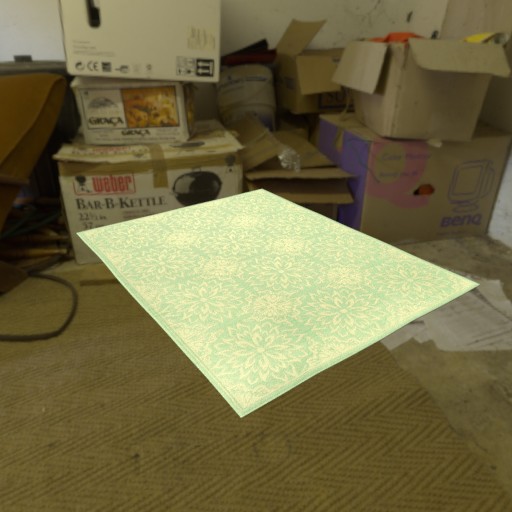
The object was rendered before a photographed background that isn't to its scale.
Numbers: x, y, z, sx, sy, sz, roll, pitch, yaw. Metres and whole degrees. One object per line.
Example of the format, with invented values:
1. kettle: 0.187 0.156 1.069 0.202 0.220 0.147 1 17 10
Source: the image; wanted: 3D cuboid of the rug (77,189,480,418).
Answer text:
1. rug: 0.000 0.000 4.068 2.363 0.012 2.980 -18 33 -32
